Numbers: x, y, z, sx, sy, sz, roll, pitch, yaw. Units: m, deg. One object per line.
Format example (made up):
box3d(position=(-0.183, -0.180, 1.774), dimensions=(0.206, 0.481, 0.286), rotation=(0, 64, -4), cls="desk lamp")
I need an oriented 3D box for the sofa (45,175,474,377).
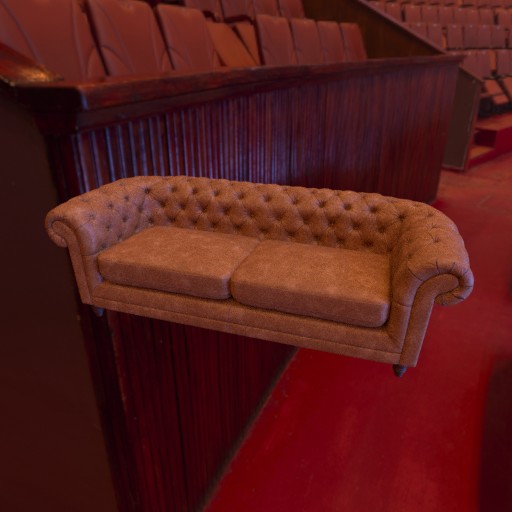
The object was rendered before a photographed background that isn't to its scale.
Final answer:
box3d(position=(0.000, 0.000, 2.825), dimensions=(2.365, 0.760, 0.989), rotation=(8, 27, 16), cls="sofa")
